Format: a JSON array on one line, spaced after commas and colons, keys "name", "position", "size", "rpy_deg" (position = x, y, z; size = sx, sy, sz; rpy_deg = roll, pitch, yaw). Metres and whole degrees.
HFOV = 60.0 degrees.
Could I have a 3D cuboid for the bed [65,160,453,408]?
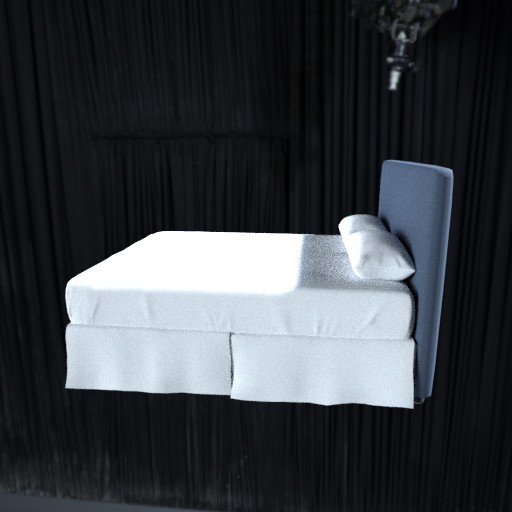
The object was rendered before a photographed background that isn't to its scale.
[{"name": "bed", "position": [0.000, 0.000, 3.189], "size": [2.162, 1.330, 1.713], "rpy_deg": [2, 14, 7]}]
